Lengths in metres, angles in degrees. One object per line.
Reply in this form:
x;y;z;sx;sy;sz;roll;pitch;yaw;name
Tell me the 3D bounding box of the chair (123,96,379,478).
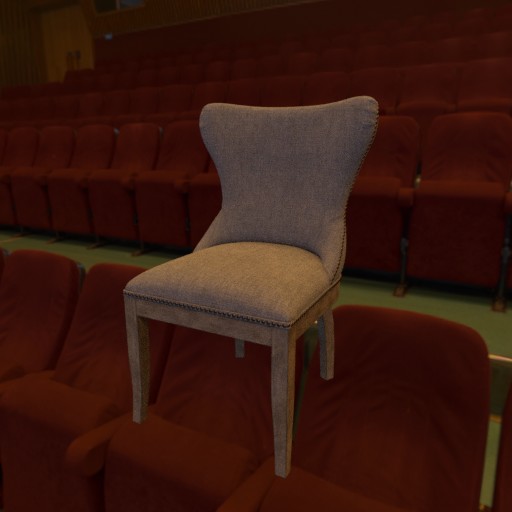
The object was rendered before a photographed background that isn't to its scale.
0.000;0.000;1.457;0.654;1.002;0.681;7;16;27;chair
